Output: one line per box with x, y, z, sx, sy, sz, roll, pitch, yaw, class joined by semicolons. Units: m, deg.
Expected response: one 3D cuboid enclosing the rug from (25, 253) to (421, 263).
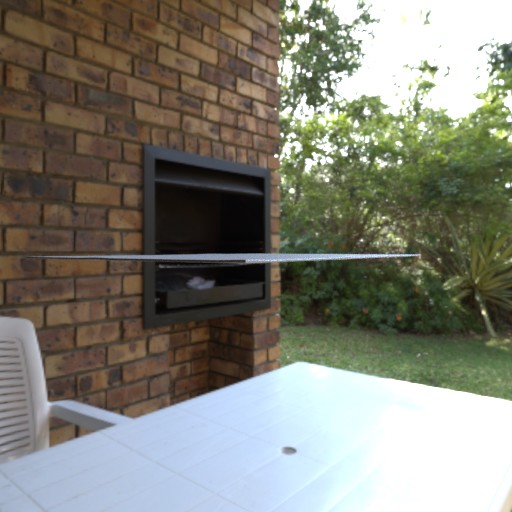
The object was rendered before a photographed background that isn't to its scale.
0.000;0.000;2.360;1.231;0.012;1.835;1;1;35;rug
